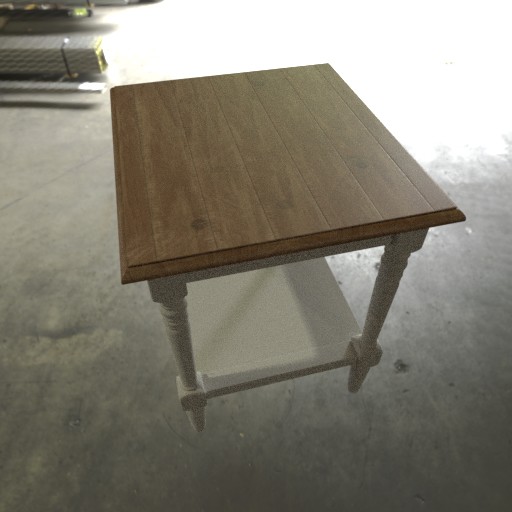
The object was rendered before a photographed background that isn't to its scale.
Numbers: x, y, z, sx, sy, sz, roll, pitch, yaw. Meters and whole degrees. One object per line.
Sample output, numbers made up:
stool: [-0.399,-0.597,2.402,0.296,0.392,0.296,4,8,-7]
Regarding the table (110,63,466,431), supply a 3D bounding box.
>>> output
table: [0.000,0.000,0.923,0.457,0.561,0.508,-10,47,-10]
